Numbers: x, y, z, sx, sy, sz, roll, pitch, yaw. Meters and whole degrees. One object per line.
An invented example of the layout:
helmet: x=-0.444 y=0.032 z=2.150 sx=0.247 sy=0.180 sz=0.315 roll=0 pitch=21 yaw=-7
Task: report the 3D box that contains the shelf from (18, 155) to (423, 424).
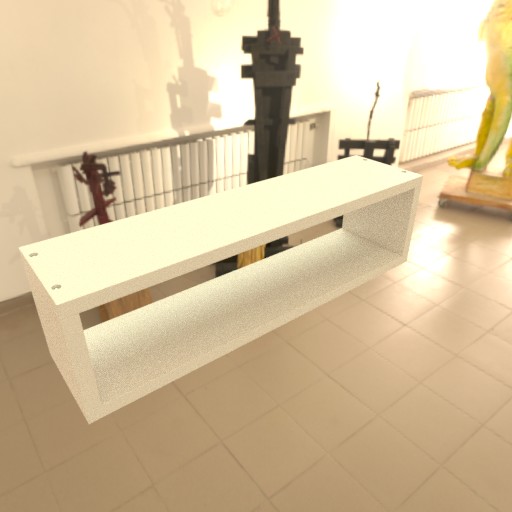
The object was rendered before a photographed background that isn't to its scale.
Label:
shelf: x=0.000 y=0.000 z=0.688 sx=0.610 sy=0.170 sz=0.150 roll=-21 pitch=36 yaw=-32
